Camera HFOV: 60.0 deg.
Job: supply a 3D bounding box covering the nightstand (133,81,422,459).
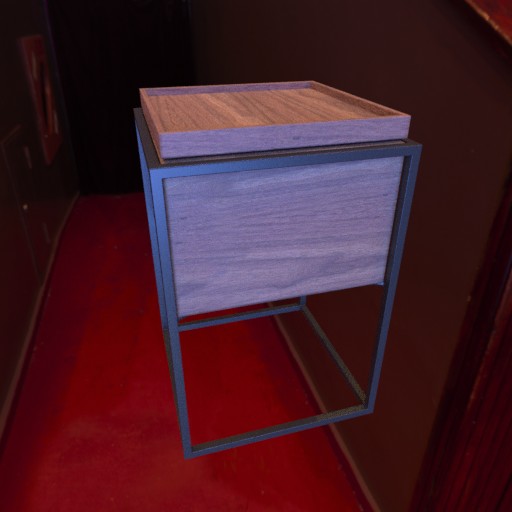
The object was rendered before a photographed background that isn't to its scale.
[{"bbox_3d":[0.000,0.000,0.901,0.397,0.607,0.397,-8,30,-14],"label":"nightstand"}]
